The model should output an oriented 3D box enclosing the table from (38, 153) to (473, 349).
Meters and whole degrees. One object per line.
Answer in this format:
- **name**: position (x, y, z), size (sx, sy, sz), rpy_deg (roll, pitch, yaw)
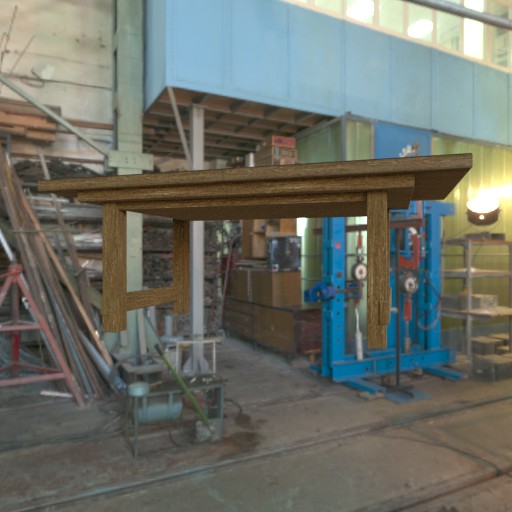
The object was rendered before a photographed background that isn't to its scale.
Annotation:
- **table**: position (0.000, 0.000, 2.398), size (1.982, 0.762, 1.000), rpy_deg (0, 0, 18)
